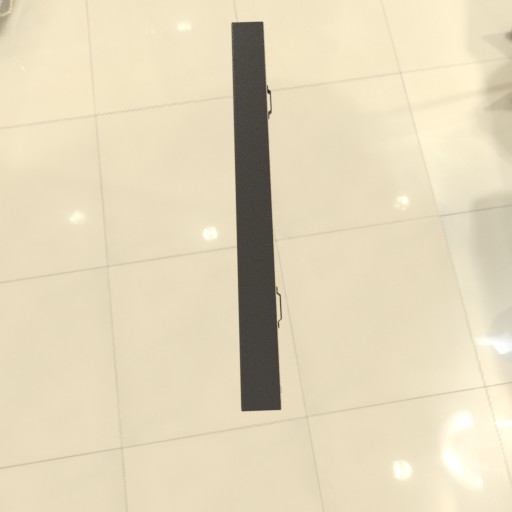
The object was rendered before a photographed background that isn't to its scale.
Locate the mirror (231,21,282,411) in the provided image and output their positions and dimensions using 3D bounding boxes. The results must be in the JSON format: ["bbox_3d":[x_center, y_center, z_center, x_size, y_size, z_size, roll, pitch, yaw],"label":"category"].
[{"bbox_3d":[0.000,0.000,0.685,0.041,0.508,0.405,-2,76,0],"label":"mirror"}]
